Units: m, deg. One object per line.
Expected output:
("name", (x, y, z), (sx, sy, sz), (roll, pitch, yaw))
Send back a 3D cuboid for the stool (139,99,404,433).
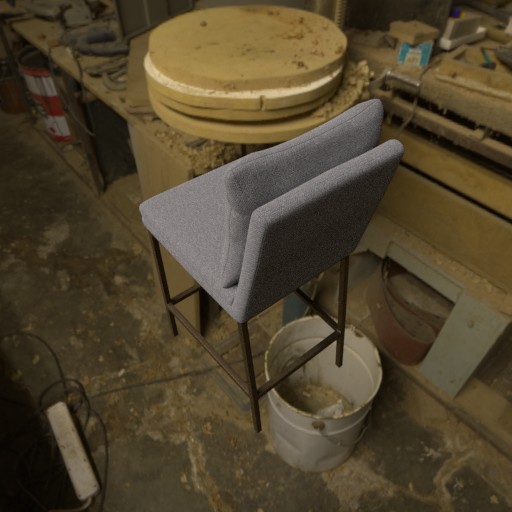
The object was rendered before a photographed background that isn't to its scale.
("stool", (0.000, 0.000, 1.379), (0.463, 1.031, 0.569), (-30, 52, -26))
